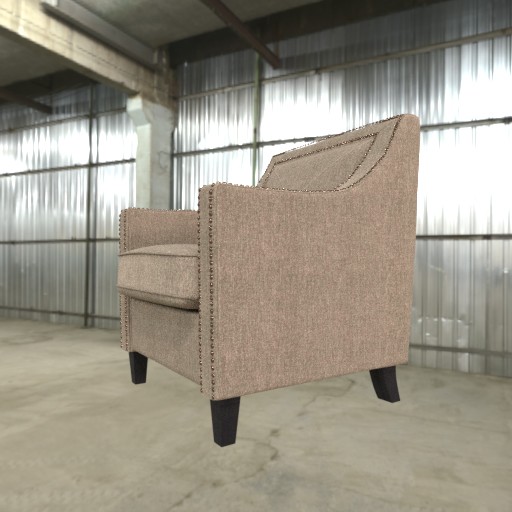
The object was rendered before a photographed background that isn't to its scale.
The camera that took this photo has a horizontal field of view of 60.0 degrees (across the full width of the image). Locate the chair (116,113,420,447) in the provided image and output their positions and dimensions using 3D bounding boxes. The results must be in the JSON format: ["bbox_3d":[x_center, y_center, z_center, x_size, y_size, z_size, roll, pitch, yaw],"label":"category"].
[{"bbox_3d":[0.000,0.000,1.593,0.884,0.967,0.776,0,0,-34],"label":"chair"}]
